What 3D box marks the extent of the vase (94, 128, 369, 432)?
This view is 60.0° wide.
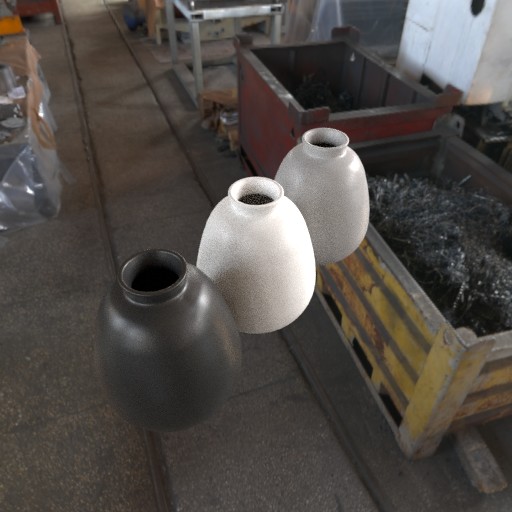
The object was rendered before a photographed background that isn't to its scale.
[{"bbox_3d":[0.000,0.000,0.352,0.097,0.122,0.297,25,47,26],"label":"vase"}]
